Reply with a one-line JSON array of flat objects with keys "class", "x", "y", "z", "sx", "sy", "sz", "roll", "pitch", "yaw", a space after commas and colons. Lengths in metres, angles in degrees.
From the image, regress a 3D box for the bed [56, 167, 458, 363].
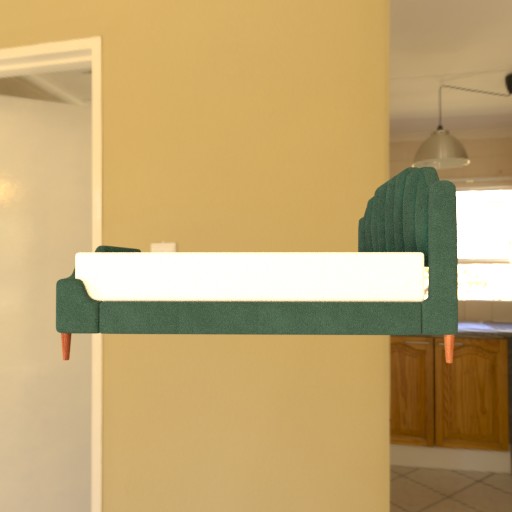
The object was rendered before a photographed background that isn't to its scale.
[{"class": "bed", "x": 0.000, "y": 0.000, "z": 3.563, "sx": 2.340, "sy": 1.245, "sz": 2.074, "roll": 0, "pitch": -1, "yaw": 2}]
